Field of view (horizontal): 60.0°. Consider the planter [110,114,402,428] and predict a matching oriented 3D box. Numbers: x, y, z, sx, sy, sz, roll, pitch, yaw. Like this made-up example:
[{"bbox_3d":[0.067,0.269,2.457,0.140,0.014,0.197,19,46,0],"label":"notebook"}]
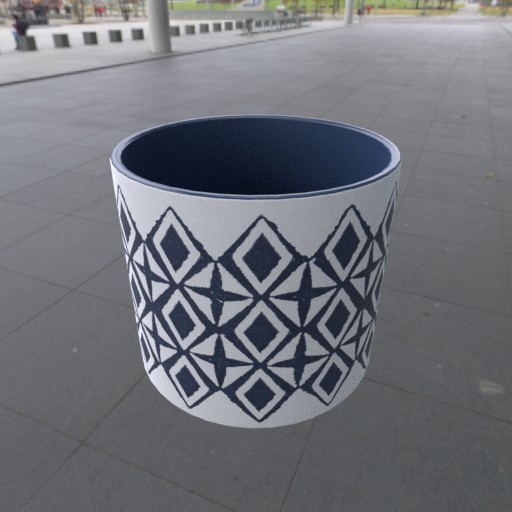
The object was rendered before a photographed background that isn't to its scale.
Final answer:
[{"bbox_3d":[0.000,0.000,0.401,0.224,0.203,0.224,0,30,0],"label":"planter"}]
